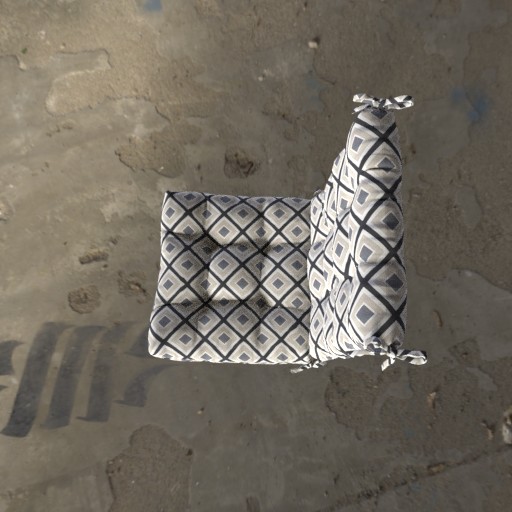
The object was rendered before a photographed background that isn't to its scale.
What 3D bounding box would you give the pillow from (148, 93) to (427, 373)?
[{"bbox_3d":[0.000,0.000,1.032,0.571,0.605,0.519,3,75,1],"label":"pillow"}]
